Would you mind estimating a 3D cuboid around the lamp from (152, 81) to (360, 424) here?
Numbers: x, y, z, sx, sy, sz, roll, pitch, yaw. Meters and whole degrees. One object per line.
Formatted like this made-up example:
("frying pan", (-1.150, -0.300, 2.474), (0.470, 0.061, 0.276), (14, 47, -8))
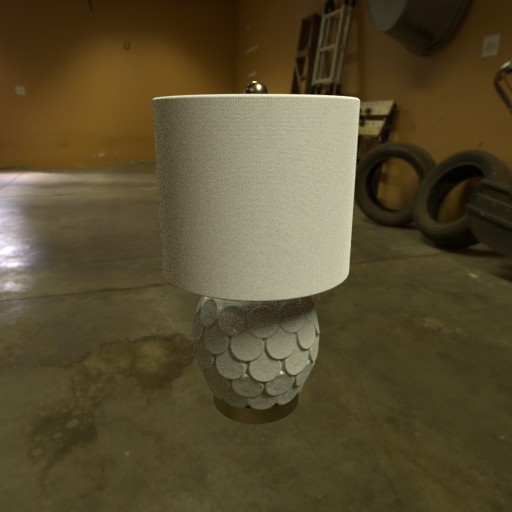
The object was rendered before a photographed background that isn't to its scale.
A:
("lamp", (0.000, 0.000, 0.614), (0.254, 0.452, 0.254), (0, 17, 0))
